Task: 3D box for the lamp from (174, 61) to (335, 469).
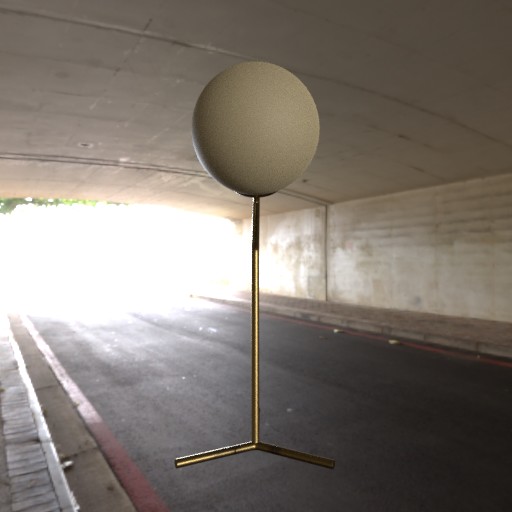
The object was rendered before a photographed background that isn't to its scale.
[{"bbox_3d":[0.000,0.000,0.680,0.210,0.552,0.251,0,-1,1],"label":"lamp"}]
